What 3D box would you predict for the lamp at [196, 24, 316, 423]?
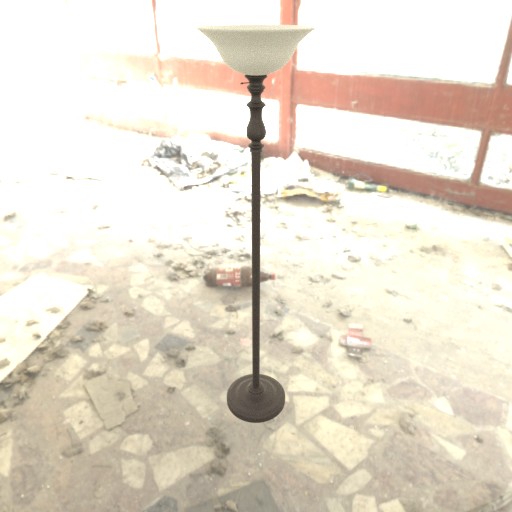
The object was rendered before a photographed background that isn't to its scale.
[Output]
[{"bbox_3d":[0.000,0.000,1.954,0.405,1.797,0.405,-18,34,-28],"label":"lamp"}]
